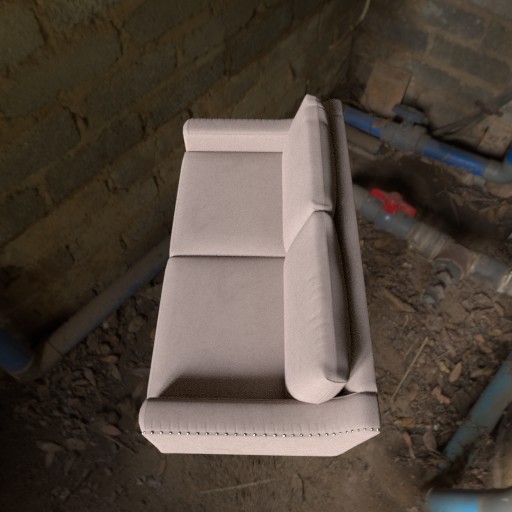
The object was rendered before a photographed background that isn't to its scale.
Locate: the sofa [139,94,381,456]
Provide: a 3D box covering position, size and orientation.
[{"bbox_3d":[0.000,0.000,2.503,1.030,0.901,1.967,1,58,1],"label":"sofa"}]
